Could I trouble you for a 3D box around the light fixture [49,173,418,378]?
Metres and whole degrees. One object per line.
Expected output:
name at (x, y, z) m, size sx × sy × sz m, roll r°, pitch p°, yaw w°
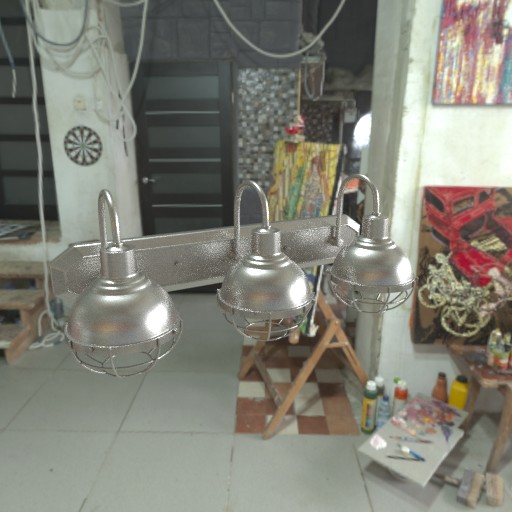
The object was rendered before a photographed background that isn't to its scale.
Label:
light fixture at (0.000, 0.000, 0.761) m, size 0.634 × 0.254 × 0.229 m, roll -9°, pitch 18°, yaw -27°
